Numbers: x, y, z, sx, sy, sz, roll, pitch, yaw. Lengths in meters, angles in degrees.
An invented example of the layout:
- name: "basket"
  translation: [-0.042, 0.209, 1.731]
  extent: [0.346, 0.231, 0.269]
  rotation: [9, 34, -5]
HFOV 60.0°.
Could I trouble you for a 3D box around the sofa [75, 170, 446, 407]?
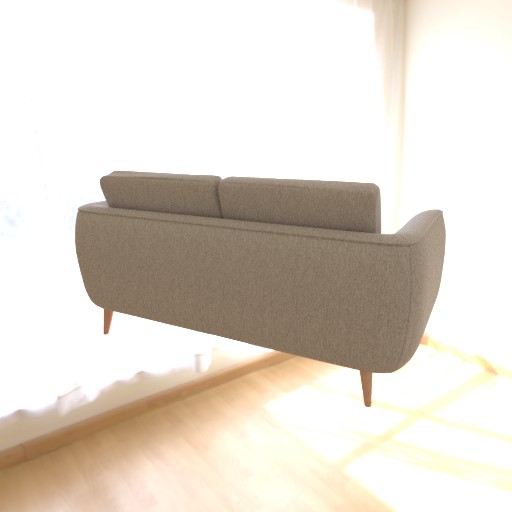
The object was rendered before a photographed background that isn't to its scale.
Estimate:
- name: "sofa"
  translation: [0.000, 0.000, 2.239]
  extent: [1.700, 0.850, 0.920]
  rotation: [8, 17, 27]
